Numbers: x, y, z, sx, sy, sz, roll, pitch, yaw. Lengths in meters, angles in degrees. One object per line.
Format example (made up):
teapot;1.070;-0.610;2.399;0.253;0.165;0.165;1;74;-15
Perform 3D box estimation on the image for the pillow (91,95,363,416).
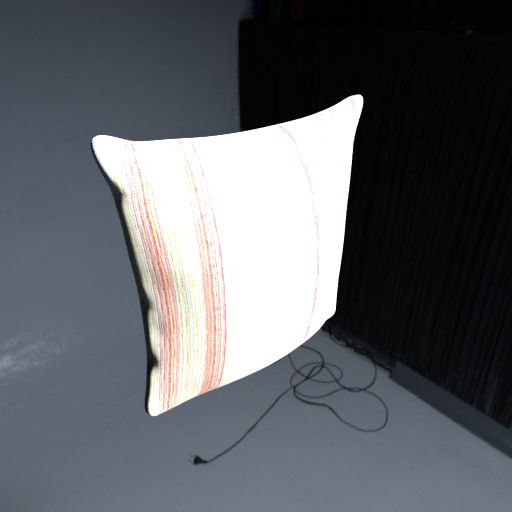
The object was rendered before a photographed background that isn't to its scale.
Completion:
pillow;0.000;0.000;0.705;0.451;0.449;0.191;-22;36;-33
